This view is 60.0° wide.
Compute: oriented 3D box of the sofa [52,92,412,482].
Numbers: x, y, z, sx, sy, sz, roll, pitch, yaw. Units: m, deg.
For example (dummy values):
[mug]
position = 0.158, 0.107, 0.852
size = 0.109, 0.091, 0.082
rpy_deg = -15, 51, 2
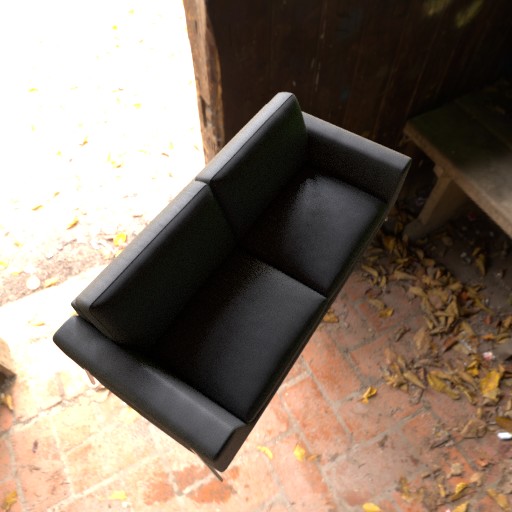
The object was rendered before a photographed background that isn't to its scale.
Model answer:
[sofa]
position = 0.000, 0.000, 2.484
size = 0.953, 0.875, 2.017
rpy_deg = 29, 62, 17
